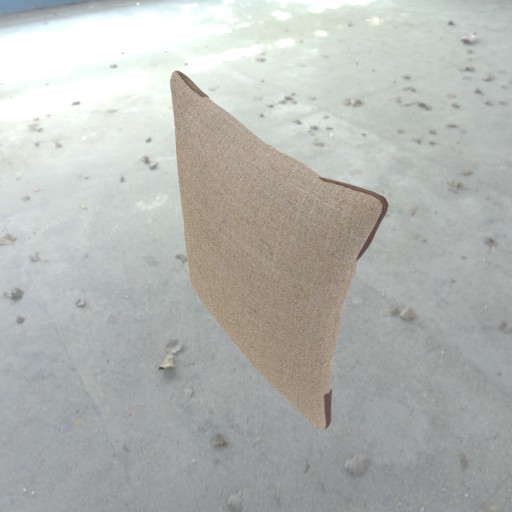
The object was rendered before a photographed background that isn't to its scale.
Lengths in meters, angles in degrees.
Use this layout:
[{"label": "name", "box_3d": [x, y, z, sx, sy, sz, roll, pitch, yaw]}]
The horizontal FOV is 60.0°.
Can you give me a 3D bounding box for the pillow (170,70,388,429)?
[{"label": "pillow", "box_3d": [0.000, 0.000, 0.685, 0.147, 0.448, 0.437, -25, 47, -26]}]
